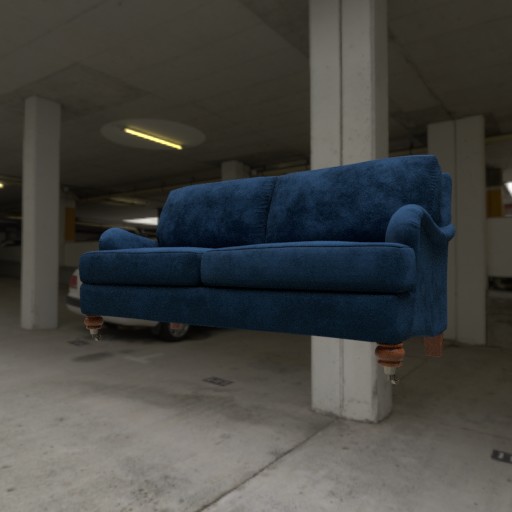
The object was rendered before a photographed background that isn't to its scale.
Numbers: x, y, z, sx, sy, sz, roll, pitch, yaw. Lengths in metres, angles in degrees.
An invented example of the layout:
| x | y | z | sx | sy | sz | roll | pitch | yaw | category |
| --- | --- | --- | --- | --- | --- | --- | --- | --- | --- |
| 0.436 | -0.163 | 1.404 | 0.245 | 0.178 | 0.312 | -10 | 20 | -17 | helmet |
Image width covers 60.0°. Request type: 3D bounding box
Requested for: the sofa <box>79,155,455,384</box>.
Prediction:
| x | y | z | sx | sy | sz | roll | pitch | yaw | category |
| --- | --- | --- | --- | --- | --- | --- | --- | --- | --- |
| 0.000 | 0.000 | 2.713 | 2.141 | 1.101 | 1.084 | -1 | -2 | 34 | sofa |
